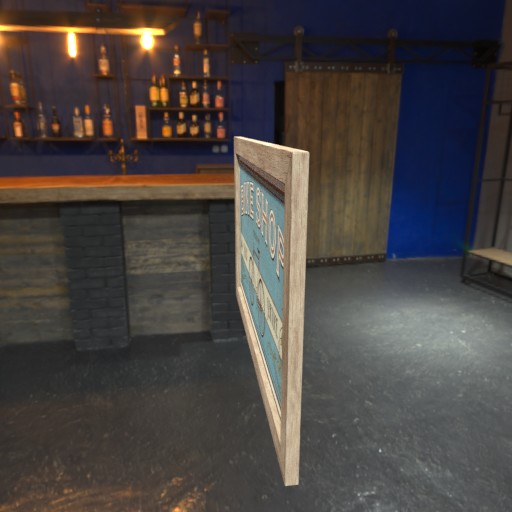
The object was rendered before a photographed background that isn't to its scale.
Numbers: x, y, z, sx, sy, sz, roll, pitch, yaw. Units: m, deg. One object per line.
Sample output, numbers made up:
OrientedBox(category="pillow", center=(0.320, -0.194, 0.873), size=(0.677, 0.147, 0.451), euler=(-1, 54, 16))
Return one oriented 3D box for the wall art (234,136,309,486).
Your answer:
OrientedBox(category="wall art", center=(0.000, 0.000, 0.957), size=(0.021, 0.480, 0.780), euler=(-2, 16, -7))
